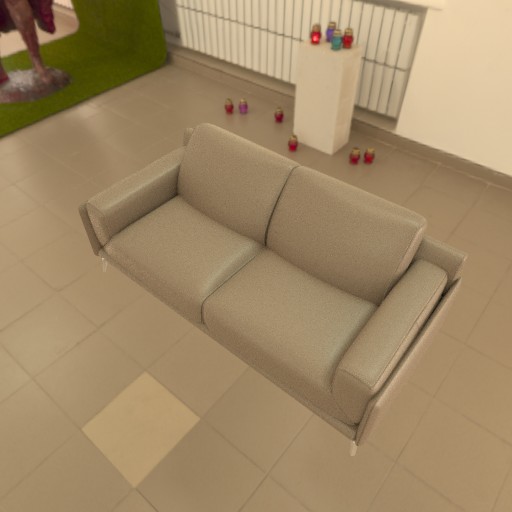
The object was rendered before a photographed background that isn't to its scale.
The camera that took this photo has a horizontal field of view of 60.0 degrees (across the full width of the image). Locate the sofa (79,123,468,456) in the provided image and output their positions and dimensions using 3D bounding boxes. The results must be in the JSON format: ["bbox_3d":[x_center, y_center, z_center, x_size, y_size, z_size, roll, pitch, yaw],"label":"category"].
[{"bbox_3d":[0.000,0.000,2.622,2.101,0.930,1.049,30,53,26],"label":"sofa"}]
